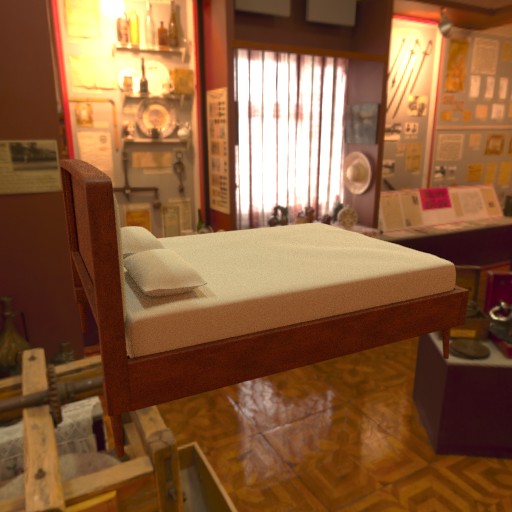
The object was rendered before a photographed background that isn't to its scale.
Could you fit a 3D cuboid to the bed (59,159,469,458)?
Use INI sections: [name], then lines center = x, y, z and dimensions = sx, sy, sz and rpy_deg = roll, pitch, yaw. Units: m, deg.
[bed]
center = 0.000, 0.000, 2.951
dimensions = 2.196, 1.275, 1.587
rpy_deg = -7, 17, -25
